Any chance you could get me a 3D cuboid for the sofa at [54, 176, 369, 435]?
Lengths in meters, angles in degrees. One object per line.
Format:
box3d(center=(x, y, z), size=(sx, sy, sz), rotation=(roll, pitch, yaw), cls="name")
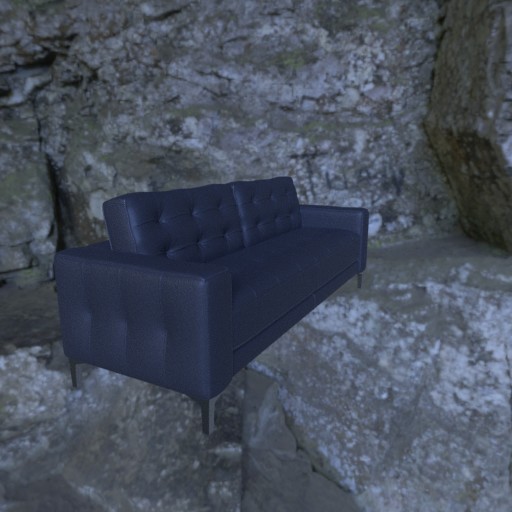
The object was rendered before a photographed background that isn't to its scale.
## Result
box3d(center=(0.000, 0.000, 2.737), size=(0.833, 0.893, 2.275), rotation=(7, 15, 28), cls="sofa")
